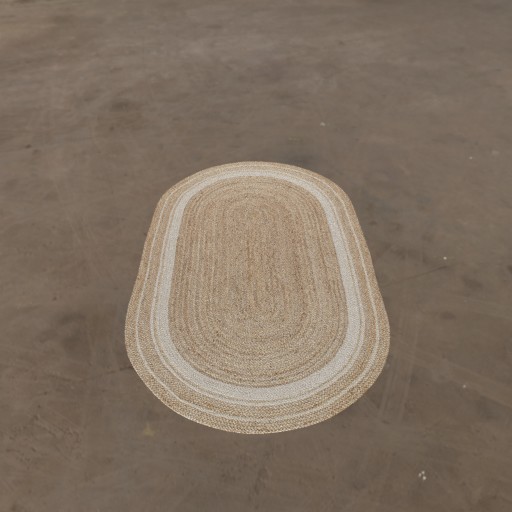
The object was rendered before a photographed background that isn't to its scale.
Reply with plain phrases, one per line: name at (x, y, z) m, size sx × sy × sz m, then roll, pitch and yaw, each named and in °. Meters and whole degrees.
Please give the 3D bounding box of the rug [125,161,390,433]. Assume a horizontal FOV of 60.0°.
rug at (0.000, 0.000, 2.941) m, size 1.520 × 0.006 × 2.432 m, roll -1°, pitch 42°, yaw -1°
